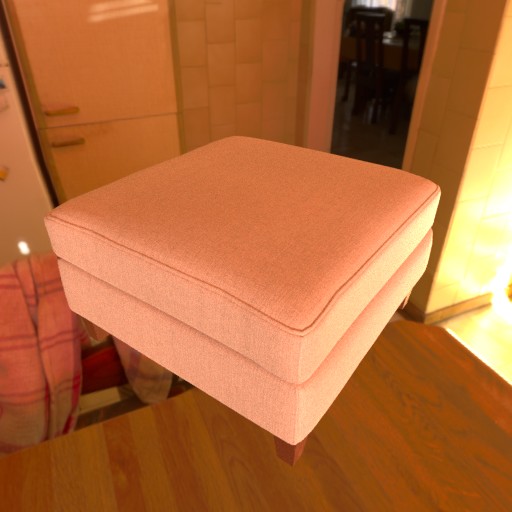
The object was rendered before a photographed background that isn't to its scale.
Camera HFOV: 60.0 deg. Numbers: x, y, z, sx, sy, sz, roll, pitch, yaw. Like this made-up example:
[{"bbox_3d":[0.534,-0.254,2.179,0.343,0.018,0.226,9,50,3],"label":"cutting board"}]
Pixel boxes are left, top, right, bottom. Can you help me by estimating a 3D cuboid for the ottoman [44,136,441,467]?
[{"bbox_3d":[0.000,0.000,1.354,0.838,0.503,0.838,21,38,30],"label":"ottoman"}]
